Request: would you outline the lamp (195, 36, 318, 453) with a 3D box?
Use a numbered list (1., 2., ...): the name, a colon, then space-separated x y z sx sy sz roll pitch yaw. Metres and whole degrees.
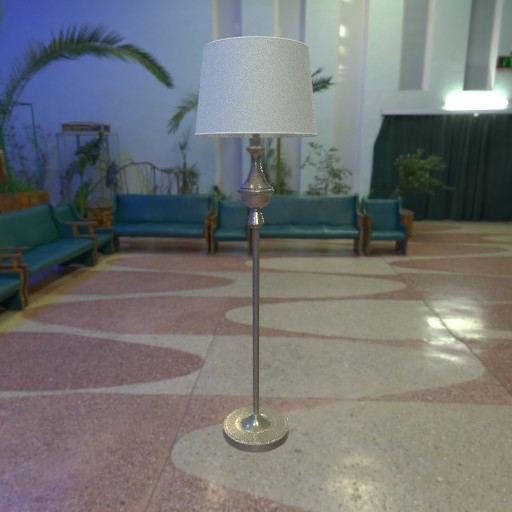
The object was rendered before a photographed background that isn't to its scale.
1. lamp: 0.000 0.000 1.664 0.431 1.488 0.431 0 13 0
